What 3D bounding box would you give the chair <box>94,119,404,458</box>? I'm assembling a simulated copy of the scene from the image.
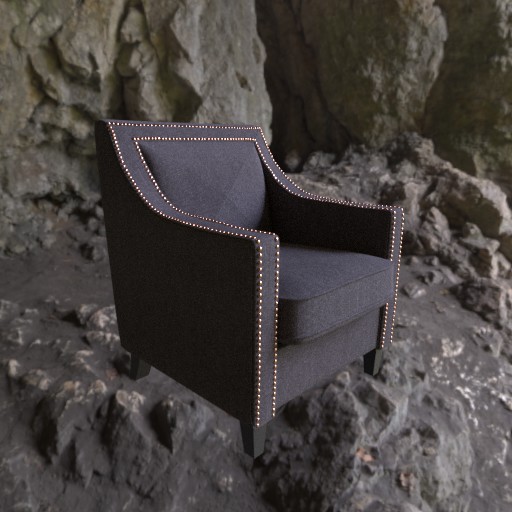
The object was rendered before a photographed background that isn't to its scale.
[{"bbox_3d":[0.000,0.000,1.634,0.884,0.967,0.776,14,20,43],"label":"chair"}]
